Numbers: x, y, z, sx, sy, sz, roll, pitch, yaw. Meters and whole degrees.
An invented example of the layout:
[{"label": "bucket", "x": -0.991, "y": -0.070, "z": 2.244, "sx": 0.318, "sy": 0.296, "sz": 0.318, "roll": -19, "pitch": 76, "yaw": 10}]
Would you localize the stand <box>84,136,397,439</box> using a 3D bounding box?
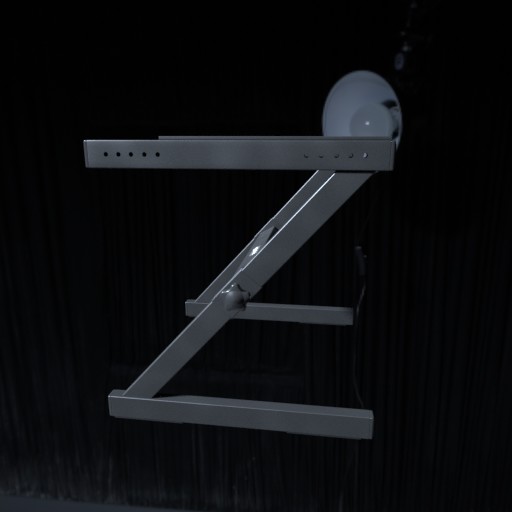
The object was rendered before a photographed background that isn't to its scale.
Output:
[{"label": "stand", "x": 0.000, "y": 0.000, "z": 1.187, "sx": 0.586, "sy": 0.617, "sz": 0.700, "roll": 2, "pitch": 15, "yaw": 8}]
